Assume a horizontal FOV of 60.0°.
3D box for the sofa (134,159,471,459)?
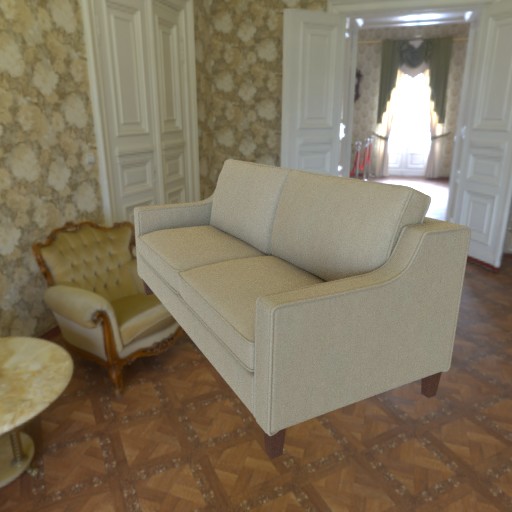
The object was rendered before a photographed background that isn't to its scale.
[{"bbox_3d":[0.000,0.000,2.783,1.066,1.071,2.178,-9,19,-26],"label":"sofa"}]
